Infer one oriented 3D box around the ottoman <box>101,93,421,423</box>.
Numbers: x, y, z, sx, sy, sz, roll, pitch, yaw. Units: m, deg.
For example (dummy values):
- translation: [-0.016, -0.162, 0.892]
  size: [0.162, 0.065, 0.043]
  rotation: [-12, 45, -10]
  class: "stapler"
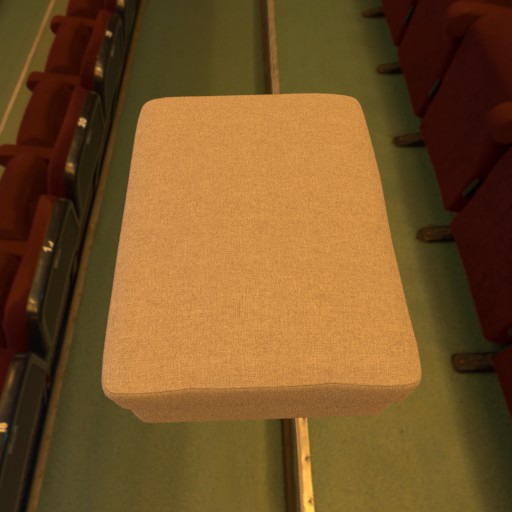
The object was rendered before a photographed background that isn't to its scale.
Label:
- translation: [0.000, 0.000, 1.290]
  size: [0.677, 0.519, 0.898]
  rotation: [-2, 59, -1]
  class: "ottoman"
